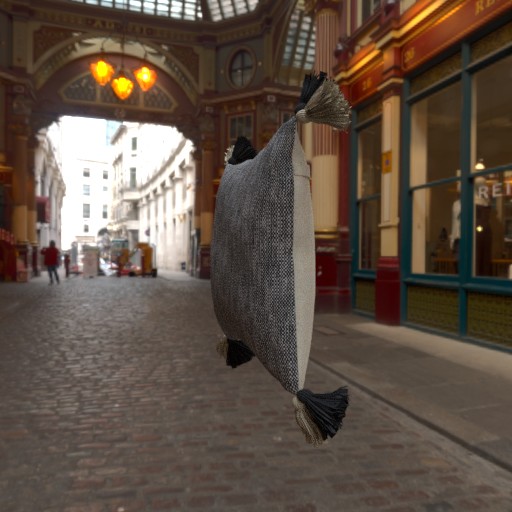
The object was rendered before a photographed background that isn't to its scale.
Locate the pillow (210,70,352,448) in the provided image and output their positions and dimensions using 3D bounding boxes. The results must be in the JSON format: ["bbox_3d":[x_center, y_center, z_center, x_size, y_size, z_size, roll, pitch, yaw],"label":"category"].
[{"bbox_3d":[0.000,0.000,0.987,0.170,0.659,0.654,0,1,-18],"label":"pillow"}]
